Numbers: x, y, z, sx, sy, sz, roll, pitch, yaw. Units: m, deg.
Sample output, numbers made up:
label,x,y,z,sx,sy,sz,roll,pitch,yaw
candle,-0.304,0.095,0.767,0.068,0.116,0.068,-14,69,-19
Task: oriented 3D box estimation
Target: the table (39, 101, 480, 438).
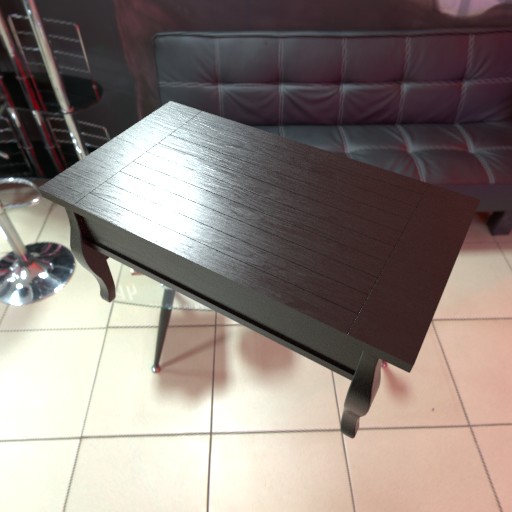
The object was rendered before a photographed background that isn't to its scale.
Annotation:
label,x,y,z,sx,sy,sz,roll,pitch,yaw
table,0.000,0.000,1.393,1.062,0.494,0.600,24,51,21
